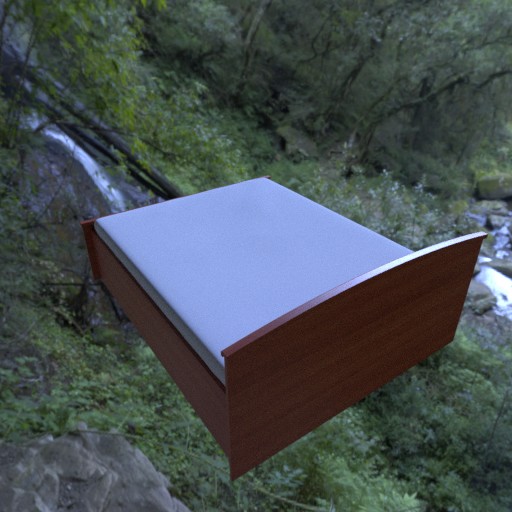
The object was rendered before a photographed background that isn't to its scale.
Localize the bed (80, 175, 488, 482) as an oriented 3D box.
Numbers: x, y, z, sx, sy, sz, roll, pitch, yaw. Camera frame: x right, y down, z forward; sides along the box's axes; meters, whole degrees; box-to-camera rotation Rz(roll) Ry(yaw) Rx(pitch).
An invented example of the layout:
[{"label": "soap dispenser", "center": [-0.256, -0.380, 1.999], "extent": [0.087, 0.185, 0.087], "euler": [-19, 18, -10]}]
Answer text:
[{"label": "bed", "center": [0.000, 0.000, 2.930], "extent": [1.683, 0.848, 2.053], "euler": [-19, 36, -29]}]
